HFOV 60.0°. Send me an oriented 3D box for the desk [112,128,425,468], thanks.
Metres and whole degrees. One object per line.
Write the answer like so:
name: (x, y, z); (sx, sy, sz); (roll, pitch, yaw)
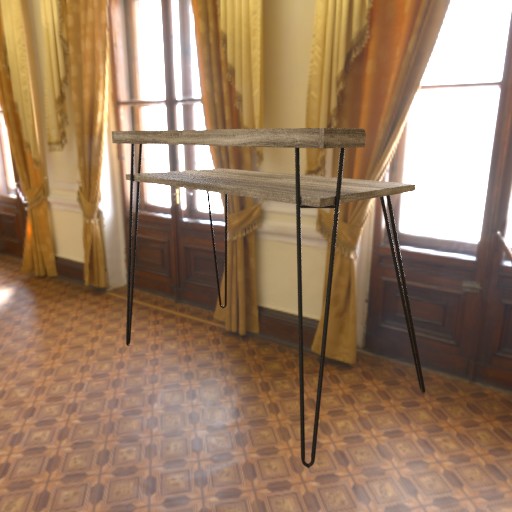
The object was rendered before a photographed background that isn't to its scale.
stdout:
desk: (0.000, 0.000, 1.653); (0.605, 0.899, 1.135); (-14, 21, -42)
